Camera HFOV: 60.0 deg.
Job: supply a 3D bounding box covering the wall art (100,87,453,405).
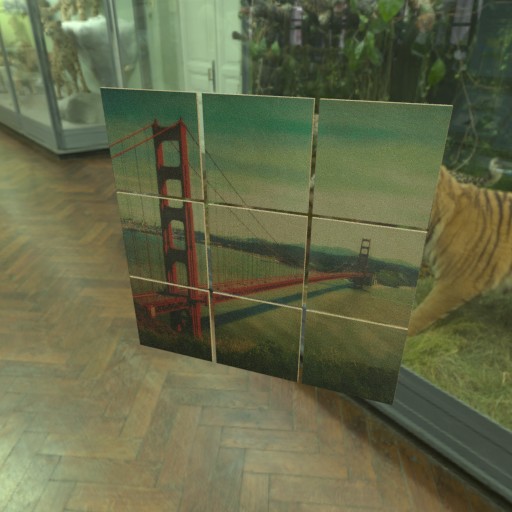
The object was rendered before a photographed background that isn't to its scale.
[{"bbox_3d":[0.000,0.000,2.191,1.519,1.507,0.014,9,29,17],"label":"wall art"}]
